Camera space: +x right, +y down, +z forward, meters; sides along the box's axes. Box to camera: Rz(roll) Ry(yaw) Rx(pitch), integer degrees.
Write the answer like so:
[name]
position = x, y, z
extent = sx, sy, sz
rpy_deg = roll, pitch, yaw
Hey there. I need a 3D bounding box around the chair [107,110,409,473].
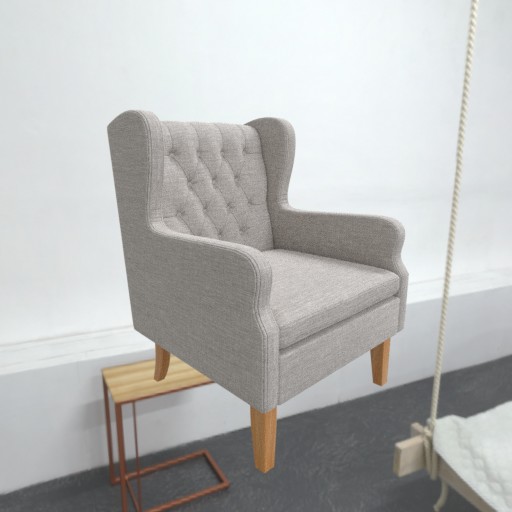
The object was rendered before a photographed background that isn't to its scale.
[chair]
position = 0.000, 0.000, 1.493
extent = 0.760, 0.930, 0.710
rpy_deg = 14, 20, 43
